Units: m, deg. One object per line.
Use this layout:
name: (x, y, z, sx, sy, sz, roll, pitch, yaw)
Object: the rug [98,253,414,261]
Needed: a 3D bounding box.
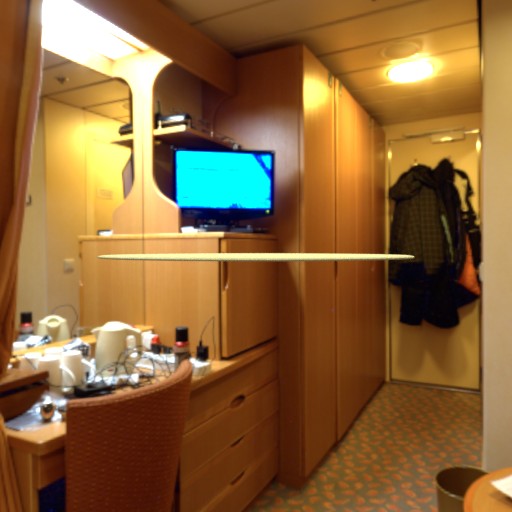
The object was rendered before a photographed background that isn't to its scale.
rug: (0.000, 0.000, 2.364, 1.593, 0.012, 1.593, 0, 1, 0)
